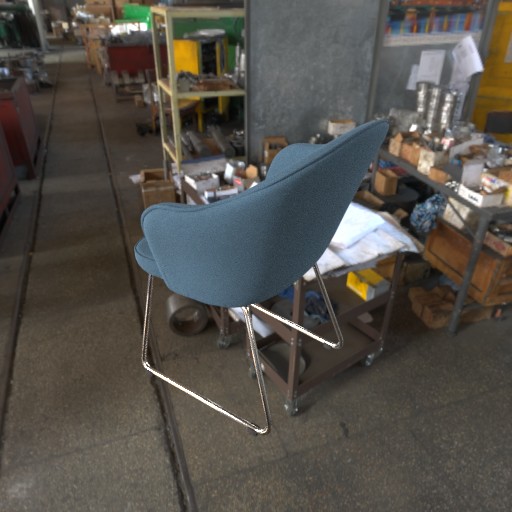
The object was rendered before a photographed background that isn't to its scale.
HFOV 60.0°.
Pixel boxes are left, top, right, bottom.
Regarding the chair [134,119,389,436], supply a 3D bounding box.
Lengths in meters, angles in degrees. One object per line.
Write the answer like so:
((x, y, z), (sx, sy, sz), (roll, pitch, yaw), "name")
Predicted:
((0.000, 0.000, 1.232), (0.585, 0.815, 0.570), (21, 37, 31), "chair")
